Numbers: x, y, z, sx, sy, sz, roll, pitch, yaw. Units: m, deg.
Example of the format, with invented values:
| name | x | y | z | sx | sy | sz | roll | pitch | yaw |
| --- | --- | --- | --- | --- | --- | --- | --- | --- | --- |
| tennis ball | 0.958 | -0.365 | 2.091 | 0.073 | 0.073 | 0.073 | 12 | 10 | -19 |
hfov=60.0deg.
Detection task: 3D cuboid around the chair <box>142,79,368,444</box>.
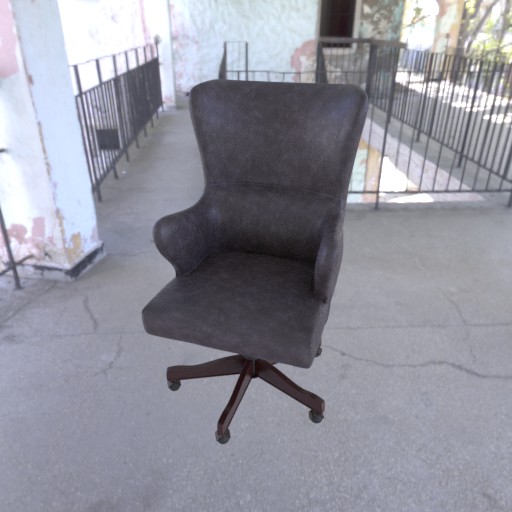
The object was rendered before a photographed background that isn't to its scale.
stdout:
| name | x | y | z | sx | sy | sz | roll | pitch | yaw |
| --- | --- | --- | --- | --- | --- | --- | --- | --- | --- |
| chair | 0.000 | 0.000 | 1.483 | 0.594 | 1.037 | 0.717 | 9 | 29 | 16 |
